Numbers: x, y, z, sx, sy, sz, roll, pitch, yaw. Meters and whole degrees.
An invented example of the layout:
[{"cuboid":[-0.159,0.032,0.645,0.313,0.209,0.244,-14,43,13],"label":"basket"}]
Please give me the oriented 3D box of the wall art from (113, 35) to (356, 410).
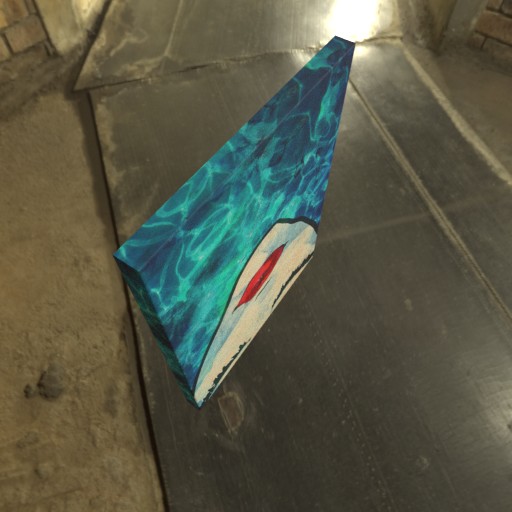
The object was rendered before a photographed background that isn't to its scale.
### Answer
[{"cuboid":[0.000,0.000,0.865,0.038,0.635,0.508,30,63,18],"label":"wall art"}]
